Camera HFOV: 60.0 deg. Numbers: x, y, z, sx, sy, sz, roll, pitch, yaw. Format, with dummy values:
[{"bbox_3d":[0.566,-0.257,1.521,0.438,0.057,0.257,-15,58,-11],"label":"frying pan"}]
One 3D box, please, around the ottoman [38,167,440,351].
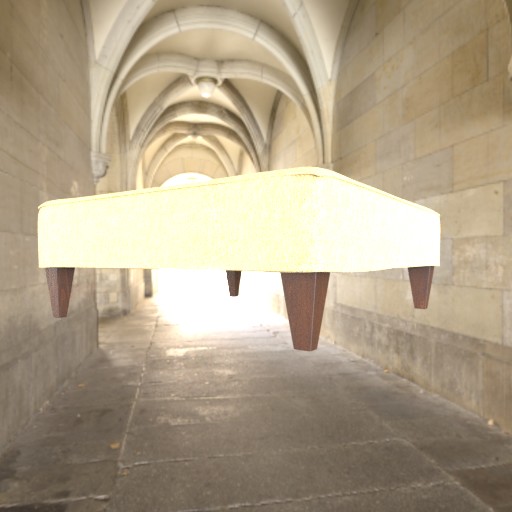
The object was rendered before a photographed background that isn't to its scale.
[{"bbox_3d":[0.000,0.000,1.478,0.970,0.378,0.981,0,0,35],"label":"ottoman"}]
